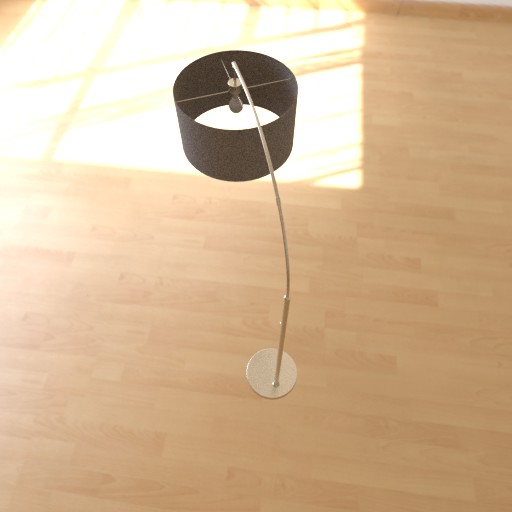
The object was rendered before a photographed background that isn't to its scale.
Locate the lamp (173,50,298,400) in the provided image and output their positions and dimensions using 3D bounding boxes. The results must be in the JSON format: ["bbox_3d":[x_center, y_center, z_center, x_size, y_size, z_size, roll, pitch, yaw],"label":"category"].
[{"bbox_3d":[0.000,0.000,2.127,0.452,1.735,0.934,-15,59,-9],"label":"lamp"}]
